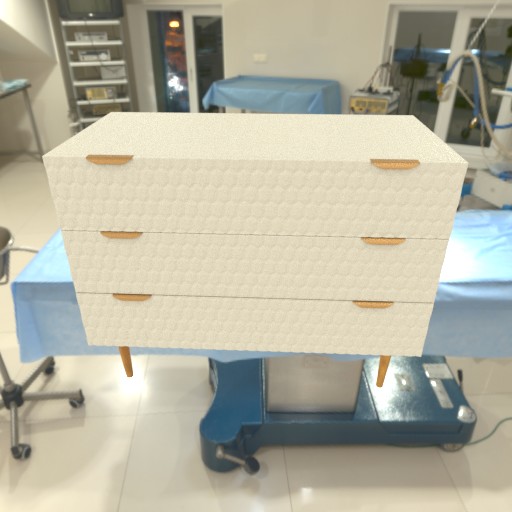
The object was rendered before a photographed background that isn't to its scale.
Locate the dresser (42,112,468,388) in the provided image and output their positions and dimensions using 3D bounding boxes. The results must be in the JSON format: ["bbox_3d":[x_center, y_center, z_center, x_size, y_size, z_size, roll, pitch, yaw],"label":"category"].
[{"bbox_3d":[0.000,0.000,1.308,0.905,0.721,0.457,1,30,3],"label":"dresser"}]
